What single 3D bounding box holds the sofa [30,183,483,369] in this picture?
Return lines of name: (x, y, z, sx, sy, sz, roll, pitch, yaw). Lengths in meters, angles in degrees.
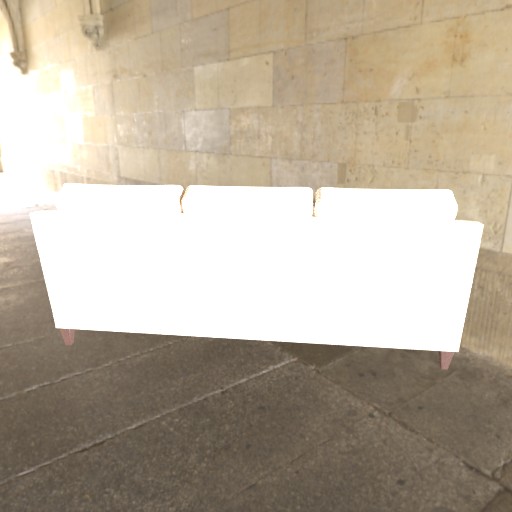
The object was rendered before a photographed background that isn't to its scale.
sofa: (0.000, 0.000, 2.719, 2.210, 0.940, 1.041, 2, 16, 7)
